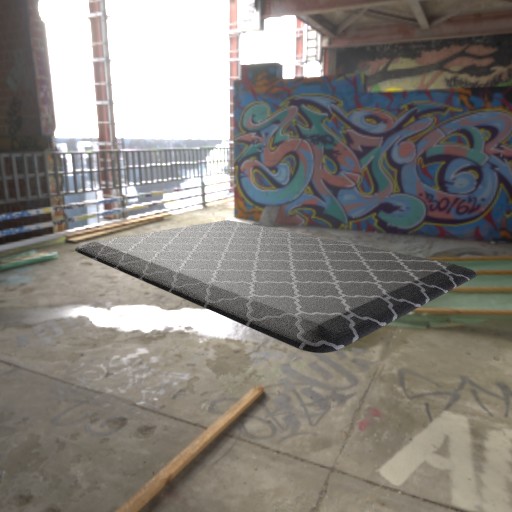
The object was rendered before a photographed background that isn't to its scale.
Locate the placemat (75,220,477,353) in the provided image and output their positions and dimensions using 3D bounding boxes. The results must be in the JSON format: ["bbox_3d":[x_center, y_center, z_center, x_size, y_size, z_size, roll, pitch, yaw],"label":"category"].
[{"bbox_3d":[0.000,0.000,0.965,0.508,0.021,0.762,-14,20,-42],"label":"placemat"}]
